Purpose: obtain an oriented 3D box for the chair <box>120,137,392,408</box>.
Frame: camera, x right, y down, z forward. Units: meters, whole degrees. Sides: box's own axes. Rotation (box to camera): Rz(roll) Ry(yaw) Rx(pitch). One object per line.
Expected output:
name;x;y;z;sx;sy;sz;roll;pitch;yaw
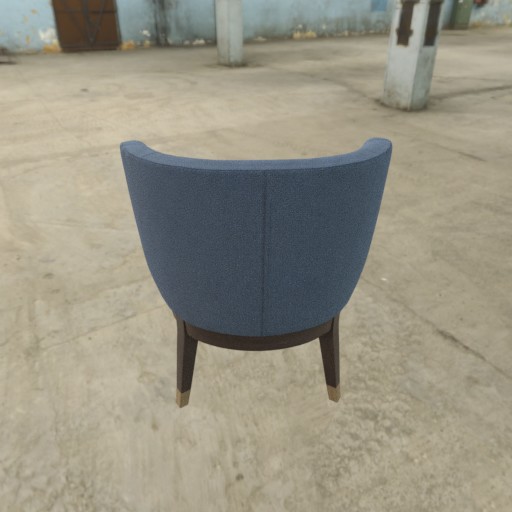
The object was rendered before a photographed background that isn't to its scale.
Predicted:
chair;0.000;0.000;1.273;0.661;0.760;0.702;-1;30;-2
